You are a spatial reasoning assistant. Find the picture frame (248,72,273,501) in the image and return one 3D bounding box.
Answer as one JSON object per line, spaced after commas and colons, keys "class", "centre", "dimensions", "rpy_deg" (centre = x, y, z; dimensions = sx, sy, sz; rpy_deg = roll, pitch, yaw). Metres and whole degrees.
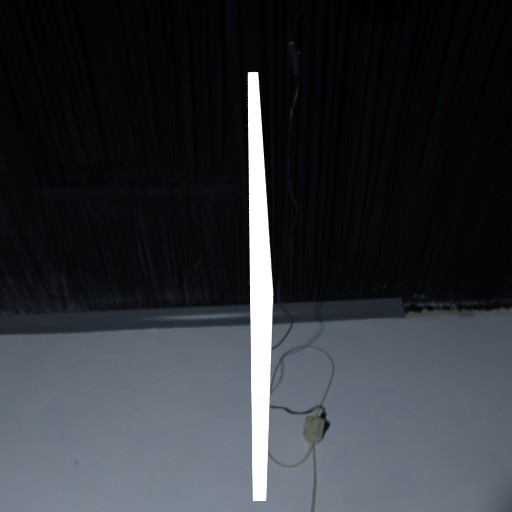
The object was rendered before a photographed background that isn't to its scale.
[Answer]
{"class": "picture frame", "centre": [0.000, 0.000, 1.159], "dimensions": [0.029, 0.640, 0.950], "rpy_deg": [-1, 39, -1]}
